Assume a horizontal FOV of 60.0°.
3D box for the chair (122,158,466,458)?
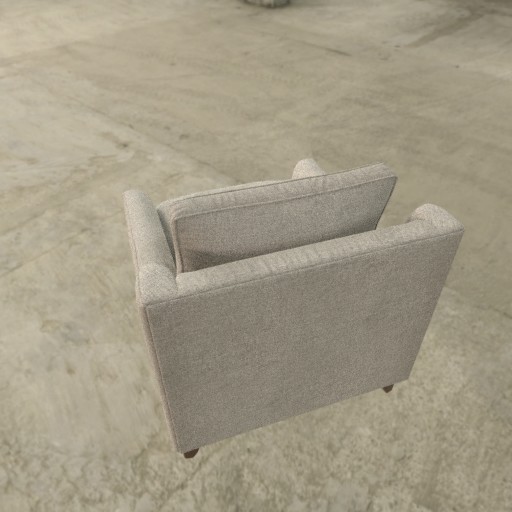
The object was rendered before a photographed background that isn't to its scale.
[{"bbox_3d":[0.000,0.000,1.564,0.838,0.864,0.918,-13,42,-14],"label":"chair"}]
